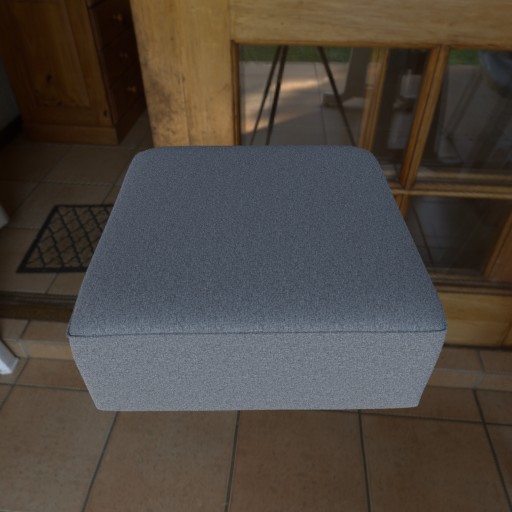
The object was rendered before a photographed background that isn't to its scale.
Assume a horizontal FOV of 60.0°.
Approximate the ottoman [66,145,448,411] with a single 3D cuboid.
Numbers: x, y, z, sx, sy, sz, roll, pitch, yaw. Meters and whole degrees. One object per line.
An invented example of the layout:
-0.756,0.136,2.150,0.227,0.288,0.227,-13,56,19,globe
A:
0.000,0.000,1.621,1.015,0.464,1.005,0,41,-1,ottoman
